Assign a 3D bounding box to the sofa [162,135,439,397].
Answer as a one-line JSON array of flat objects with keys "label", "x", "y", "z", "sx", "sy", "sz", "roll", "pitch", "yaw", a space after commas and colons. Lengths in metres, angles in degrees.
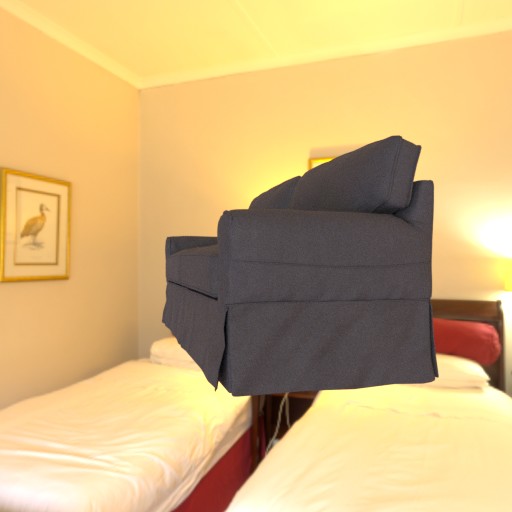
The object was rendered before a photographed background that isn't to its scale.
[{"label": "sofa", "x": 0.000, "y": 0.000, "z": 2.829, "sx": 0.983, "sy": 1.094, "sz": 2.256, "roll": 0, "pitch": -1, "yaw": -18}]
